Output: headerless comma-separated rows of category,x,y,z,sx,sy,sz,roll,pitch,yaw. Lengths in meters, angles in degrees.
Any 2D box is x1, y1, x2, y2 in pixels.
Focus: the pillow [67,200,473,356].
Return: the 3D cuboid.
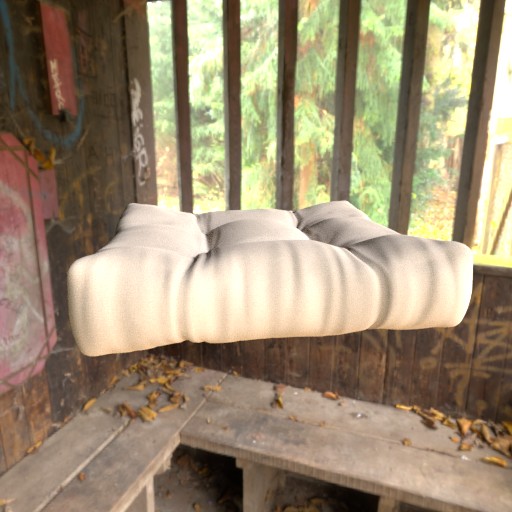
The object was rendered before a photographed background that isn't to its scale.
pillow,0.000,0.000,0.729,0.490,0.128,0.468,-2,15,-8
